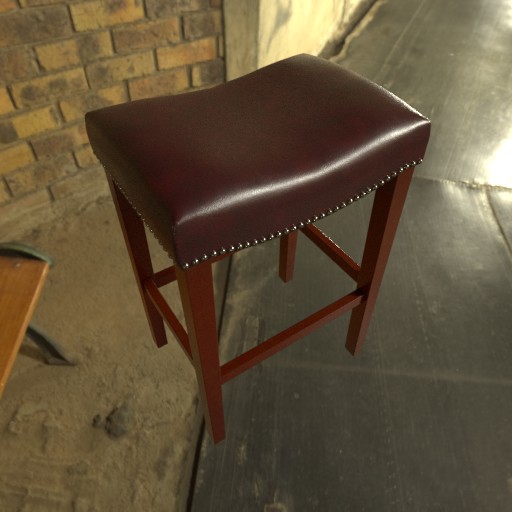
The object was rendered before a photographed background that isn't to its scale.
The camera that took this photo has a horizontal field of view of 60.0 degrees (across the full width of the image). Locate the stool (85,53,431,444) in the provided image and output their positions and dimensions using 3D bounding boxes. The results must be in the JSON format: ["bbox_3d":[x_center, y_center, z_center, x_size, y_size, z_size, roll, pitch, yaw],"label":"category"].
[{"bbox_3d":[0.000,0.000,1.013,0.504,0.742,0.372,-25,51,-23],"label":"stool"}]
